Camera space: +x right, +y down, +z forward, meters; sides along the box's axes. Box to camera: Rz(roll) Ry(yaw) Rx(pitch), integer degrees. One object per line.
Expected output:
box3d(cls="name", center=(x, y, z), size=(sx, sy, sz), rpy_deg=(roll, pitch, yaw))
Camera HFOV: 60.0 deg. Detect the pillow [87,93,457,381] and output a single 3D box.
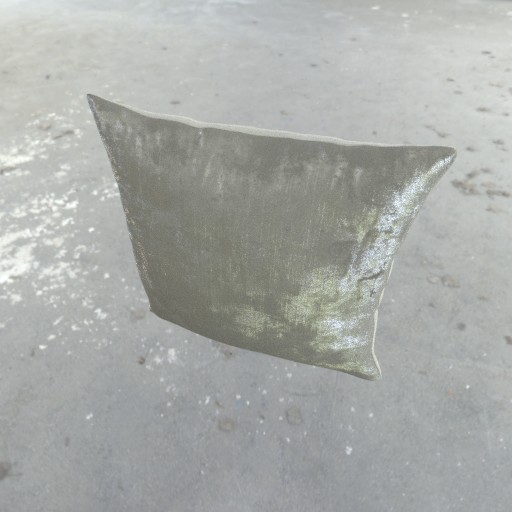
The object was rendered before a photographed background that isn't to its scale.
box3d(cls="pillow", center=(0.000, 0.000, 0.693), size=(0.470, 0.464, 0.175), rpy_deg=(13, 44, 13))
